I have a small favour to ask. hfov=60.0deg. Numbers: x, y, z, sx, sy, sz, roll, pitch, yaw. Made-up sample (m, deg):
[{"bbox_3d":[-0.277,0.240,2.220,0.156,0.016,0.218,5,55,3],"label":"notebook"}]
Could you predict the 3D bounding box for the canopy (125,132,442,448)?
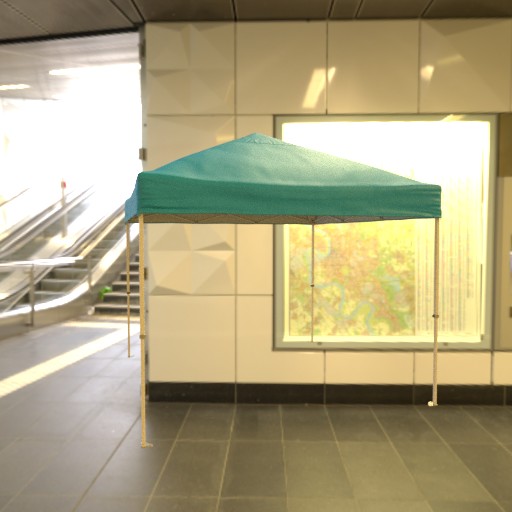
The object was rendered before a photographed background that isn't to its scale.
[{"bbox_3d":[0.000,0.000,5.442,2.998,2.997,2.996,-1,3,-18],"label":"canopy"}]
